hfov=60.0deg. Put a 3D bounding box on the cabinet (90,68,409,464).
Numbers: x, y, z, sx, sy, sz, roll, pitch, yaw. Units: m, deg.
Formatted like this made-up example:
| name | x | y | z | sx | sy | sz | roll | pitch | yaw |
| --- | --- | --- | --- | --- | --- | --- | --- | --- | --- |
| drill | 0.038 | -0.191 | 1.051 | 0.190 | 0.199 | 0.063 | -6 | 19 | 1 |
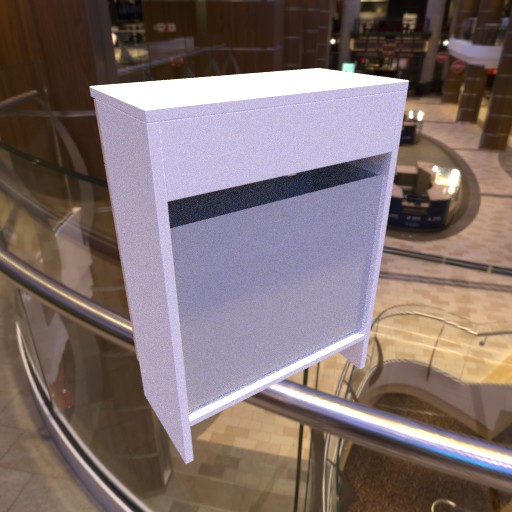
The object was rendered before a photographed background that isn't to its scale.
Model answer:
| name | x | y | z | sx | sy | sz | roll | pitch | yaw |
| --- | --- | --- | --- | --- | --- | --- | --- | --- | --- |
| cabinet | 0.000 | 0.000 | 1.113 | 0.600 | 0.815 | 0.296 | -18 | 33 | -29 |
